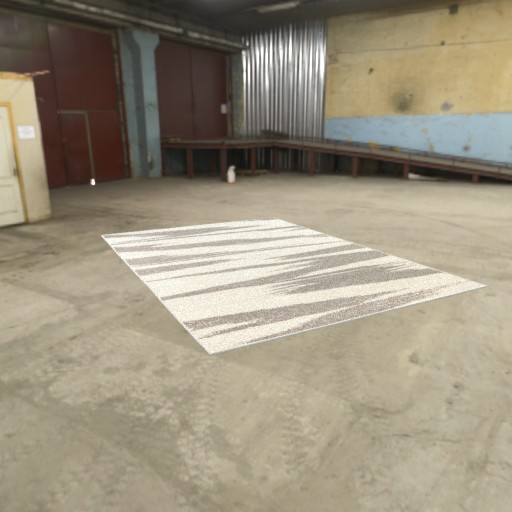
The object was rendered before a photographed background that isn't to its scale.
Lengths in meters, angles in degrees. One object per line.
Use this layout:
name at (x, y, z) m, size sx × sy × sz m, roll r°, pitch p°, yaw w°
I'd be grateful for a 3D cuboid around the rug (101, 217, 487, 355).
rug at (0.000, 0.000, 2.814) m, size 1.533 × 0.010 × 2.142 m, roll -8°, pitch 18°, yaw -27°
